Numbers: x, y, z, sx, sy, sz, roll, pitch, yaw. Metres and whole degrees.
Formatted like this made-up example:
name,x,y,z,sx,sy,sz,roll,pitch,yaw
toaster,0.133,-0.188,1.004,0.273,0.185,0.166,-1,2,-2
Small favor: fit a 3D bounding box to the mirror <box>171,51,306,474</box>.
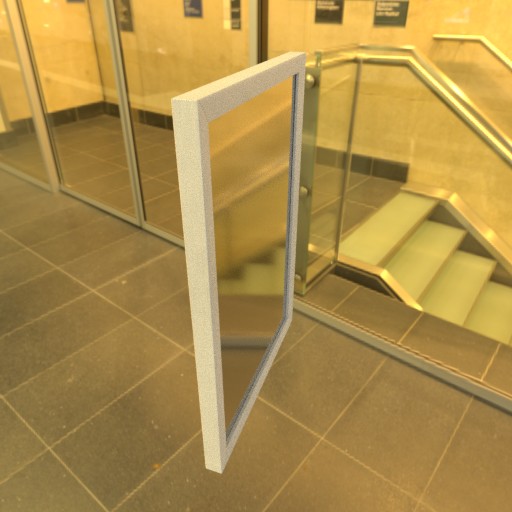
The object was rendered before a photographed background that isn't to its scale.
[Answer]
name,x,y,z,sx,sy,sz,roll,pitch,yaw
mirror,0.000,0.000,0.904,0.040,0.710,0.507,10,32,17
